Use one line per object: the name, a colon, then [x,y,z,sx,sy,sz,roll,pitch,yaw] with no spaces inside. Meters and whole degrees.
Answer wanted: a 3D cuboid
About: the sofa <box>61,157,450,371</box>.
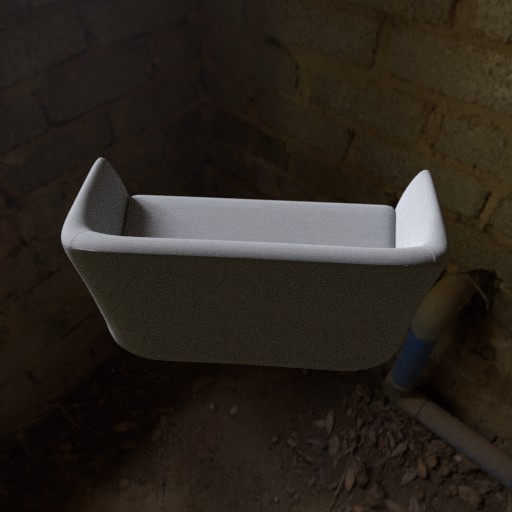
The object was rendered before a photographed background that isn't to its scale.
sofa: [0.000,0.000,1.842,1.452,0.721,0.705,3,47,3]
